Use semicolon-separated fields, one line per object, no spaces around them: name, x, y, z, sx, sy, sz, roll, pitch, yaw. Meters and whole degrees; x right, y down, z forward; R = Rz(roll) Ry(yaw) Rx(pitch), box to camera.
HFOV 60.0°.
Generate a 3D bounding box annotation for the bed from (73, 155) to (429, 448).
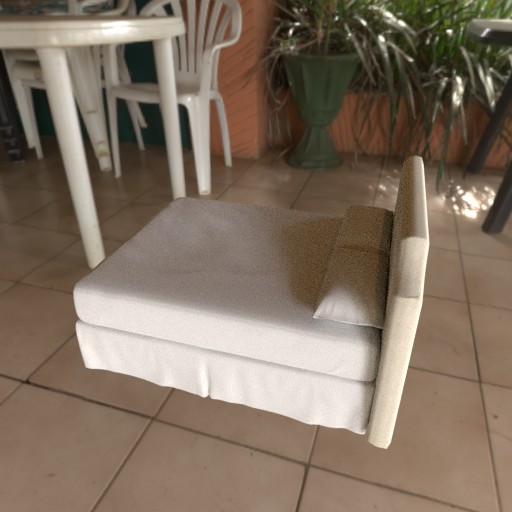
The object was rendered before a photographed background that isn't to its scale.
bed;0.000;0.000;3.273;2.164;1.297;1.828;9;31;15
